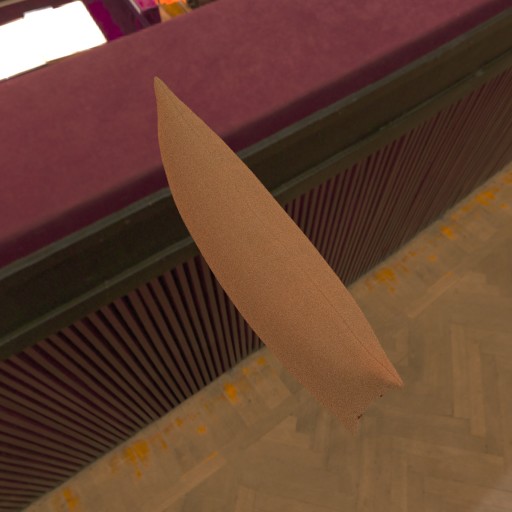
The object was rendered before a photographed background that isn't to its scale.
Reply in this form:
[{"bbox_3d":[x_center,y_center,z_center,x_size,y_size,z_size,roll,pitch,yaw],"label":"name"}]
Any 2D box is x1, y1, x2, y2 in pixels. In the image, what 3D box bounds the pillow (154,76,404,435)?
[{"bbox_3d":[0.000,0.000,0.736,0.148,0.308,0.612,-30,64,-16],"label":"pillow"}]
